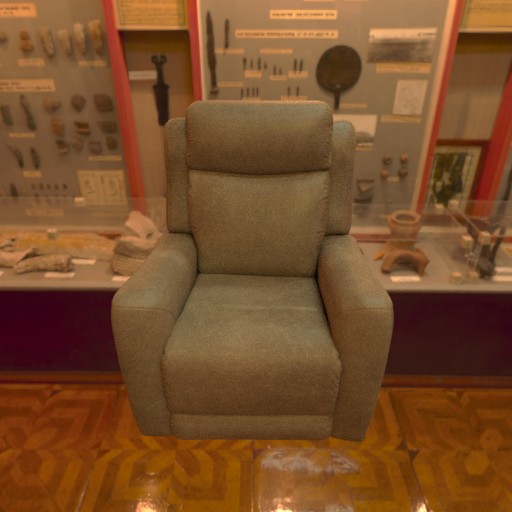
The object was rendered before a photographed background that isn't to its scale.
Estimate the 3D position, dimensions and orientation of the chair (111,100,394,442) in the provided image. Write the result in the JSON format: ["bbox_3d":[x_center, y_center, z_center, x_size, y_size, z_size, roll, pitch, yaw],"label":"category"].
[{"bbox_3d":[0.000,0.000,1.901,0.965,1.116,1.068,1,31,2],"label":"chair"}]
